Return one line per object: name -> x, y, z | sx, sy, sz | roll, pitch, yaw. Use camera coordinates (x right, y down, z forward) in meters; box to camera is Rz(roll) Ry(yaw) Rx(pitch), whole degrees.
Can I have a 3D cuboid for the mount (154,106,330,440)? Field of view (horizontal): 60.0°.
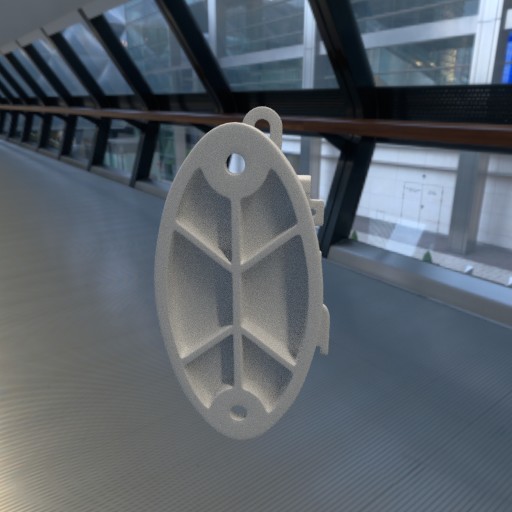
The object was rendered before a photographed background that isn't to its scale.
mount -> 0.000, 0.000, 0.184 | 0.066, 0.118, 0.100 | 2, 18, 6
